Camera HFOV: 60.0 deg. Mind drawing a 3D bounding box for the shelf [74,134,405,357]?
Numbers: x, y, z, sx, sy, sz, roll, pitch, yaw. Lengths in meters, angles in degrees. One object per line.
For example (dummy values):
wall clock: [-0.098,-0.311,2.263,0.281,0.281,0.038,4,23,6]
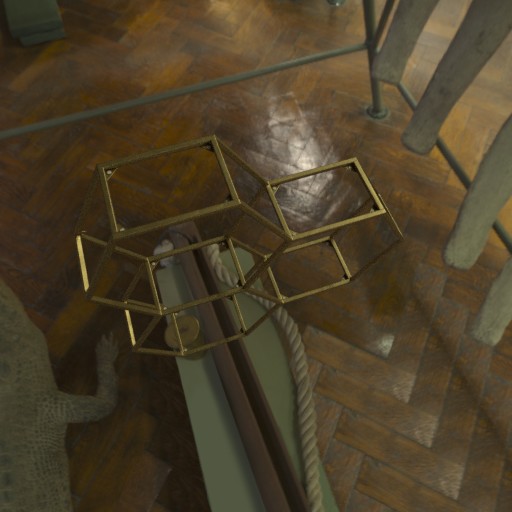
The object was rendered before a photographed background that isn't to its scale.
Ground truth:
shelf: [0.000,0.000,1.048,0.708,0.701,0.150,-17,64,-8]
